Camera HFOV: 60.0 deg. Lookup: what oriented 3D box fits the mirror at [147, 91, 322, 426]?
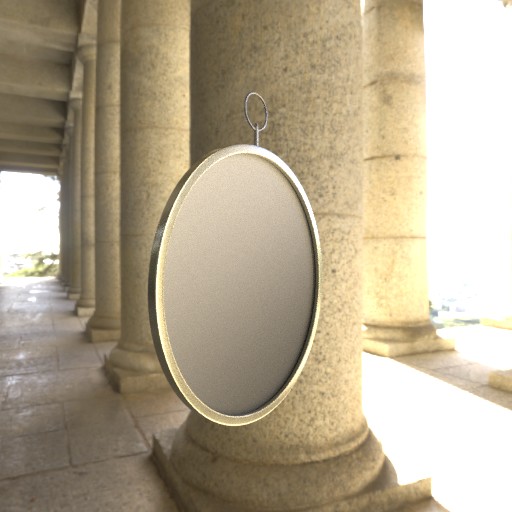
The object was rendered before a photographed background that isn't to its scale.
[{"bbox_3d":[0.000,0.000,0.970,0.020,0.713,0.594,0,1,35],"label":"mirror"}]
